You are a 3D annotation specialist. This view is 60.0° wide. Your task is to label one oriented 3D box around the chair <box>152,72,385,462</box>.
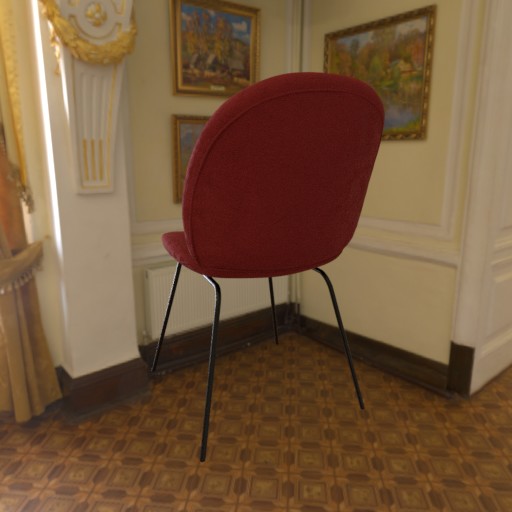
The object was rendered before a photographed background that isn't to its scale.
[{"bbox_3d":[0.000,0.000,1.129,0.458,0.791,0.587,-7,15,-26],"label":"chair"}]
